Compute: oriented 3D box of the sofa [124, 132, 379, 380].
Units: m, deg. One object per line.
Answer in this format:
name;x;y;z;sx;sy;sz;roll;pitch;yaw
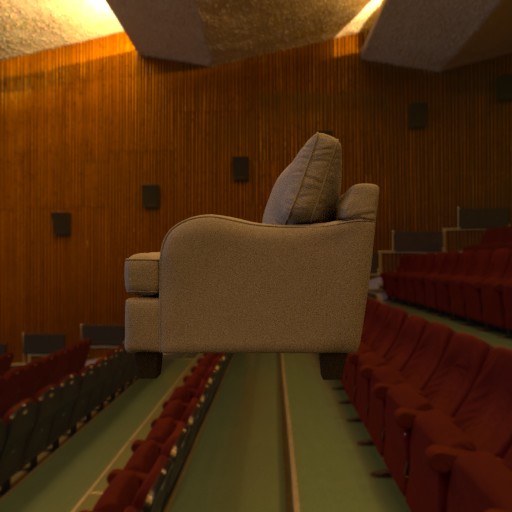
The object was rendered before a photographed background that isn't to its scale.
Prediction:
sofa;0.000;0.000;2.860;1.016;0.991;2.323;0;0;1
